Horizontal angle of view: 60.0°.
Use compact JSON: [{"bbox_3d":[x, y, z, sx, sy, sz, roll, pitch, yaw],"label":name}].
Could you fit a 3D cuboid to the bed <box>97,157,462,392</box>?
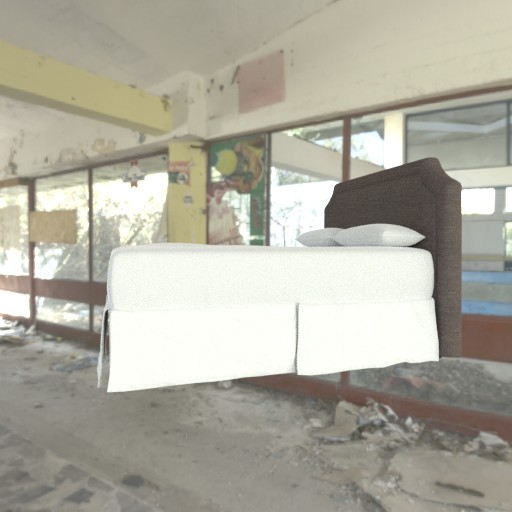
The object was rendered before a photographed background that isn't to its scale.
[{"bbox_3d":[0.000,0.000,3.169,2.116,1.290,1.693,0,1,-17],"label":"bed"}]
